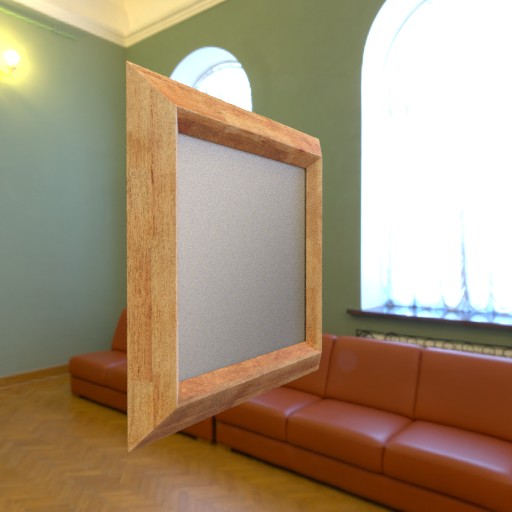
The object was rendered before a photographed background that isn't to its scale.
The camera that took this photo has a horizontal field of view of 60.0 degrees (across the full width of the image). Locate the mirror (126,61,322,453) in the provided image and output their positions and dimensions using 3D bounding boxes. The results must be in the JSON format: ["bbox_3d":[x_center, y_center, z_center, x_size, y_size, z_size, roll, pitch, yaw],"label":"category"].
[{"bbox_3d":[0.000,0.000,0.981,0.047,0.651,0.651,1,1,37],"label":"mirror"}]
